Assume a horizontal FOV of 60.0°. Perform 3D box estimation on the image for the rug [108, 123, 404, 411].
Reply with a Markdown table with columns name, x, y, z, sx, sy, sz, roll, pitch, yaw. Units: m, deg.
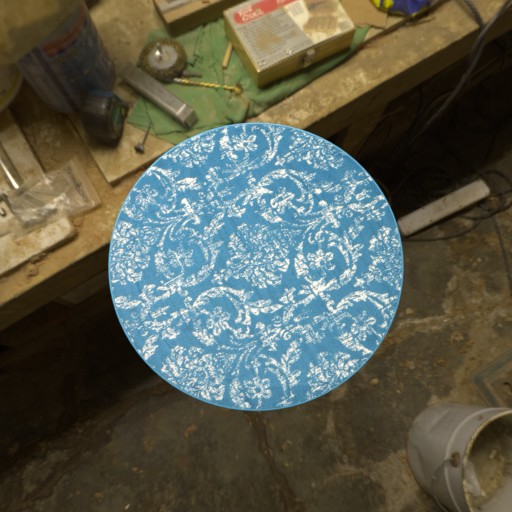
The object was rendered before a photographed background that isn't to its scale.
| name | x | y | z | sx | sy | sz | roll | pitch | yaw |
| --- | --- | --- | --- | --- | --- | --- | --- | --- | --- |
| rug | 0.000 | 0.000 | 2.399 | 1.593 | 0.012 | 1.593 | 0 | 77 | 0 |
